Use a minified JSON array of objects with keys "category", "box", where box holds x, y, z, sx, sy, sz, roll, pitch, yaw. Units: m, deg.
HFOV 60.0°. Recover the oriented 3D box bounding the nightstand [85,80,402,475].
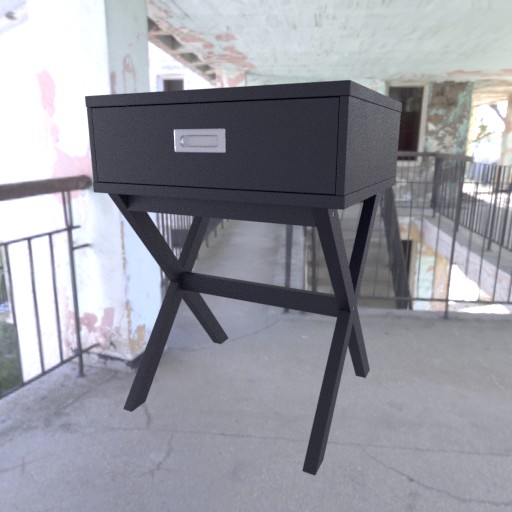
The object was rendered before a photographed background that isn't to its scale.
[{"category":"nightstand","box":[0.000,0.000,0.933,0.479,0.623,0.402,7,16,26]}]
